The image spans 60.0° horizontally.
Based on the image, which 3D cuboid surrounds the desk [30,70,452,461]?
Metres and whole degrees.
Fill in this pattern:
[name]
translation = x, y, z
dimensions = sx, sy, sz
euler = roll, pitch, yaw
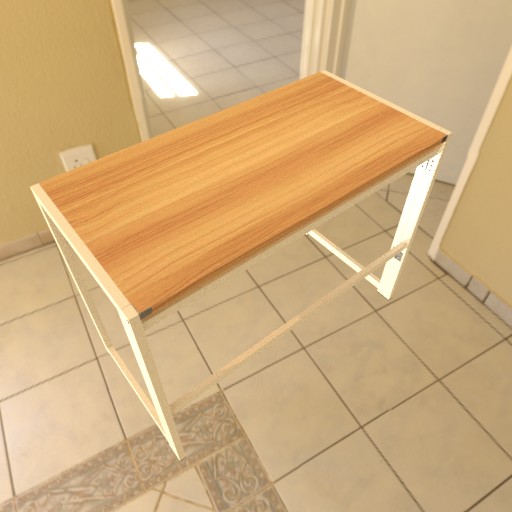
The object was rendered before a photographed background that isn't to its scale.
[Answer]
[desk]
translation = 0.000, 0.000, 1.444
dimensions = 1.016, 0.762, 0.508
euler = -31, 54, -25
